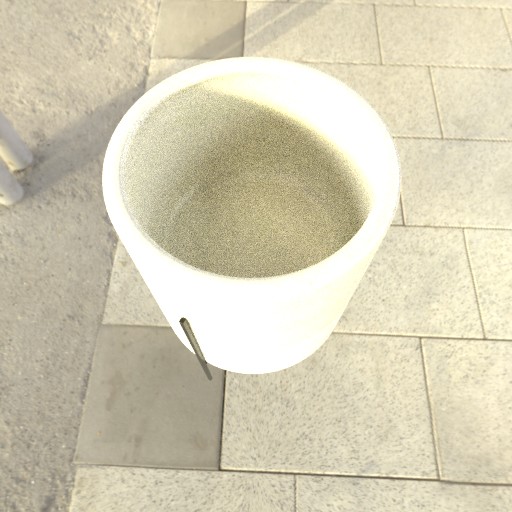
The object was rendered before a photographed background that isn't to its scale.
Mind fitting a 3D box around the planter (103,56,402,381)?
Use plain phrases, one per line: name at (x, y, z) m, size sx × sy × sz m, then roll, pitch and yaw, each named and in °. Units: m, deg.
planter at (0.000, 0.000, 0.697) m, size 0.333 × 0.483 × 0.324 m, roll 0°, pitch 64°, yaw 0°
